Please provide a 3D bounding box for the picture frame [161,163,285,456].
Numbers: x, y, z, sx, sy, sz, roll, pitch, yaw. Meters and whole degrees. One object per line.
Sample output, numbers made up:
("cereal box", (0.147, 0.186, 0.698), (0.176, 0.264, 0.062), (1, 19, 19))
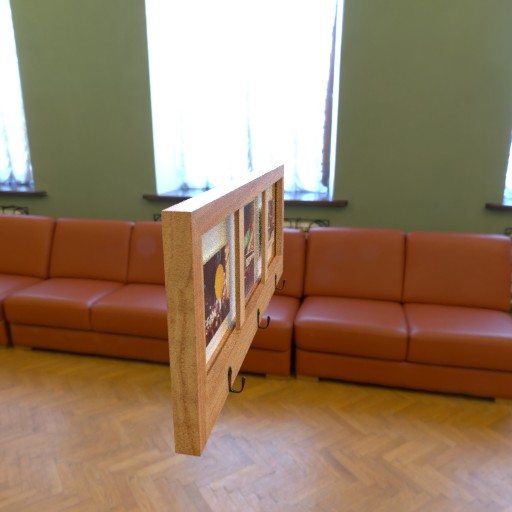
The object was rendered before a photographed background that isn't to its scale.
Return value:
("picture frame", (0.000, 0.000, 0.663), (0.045, 0.234, 0.582), (3, 16, 11))
